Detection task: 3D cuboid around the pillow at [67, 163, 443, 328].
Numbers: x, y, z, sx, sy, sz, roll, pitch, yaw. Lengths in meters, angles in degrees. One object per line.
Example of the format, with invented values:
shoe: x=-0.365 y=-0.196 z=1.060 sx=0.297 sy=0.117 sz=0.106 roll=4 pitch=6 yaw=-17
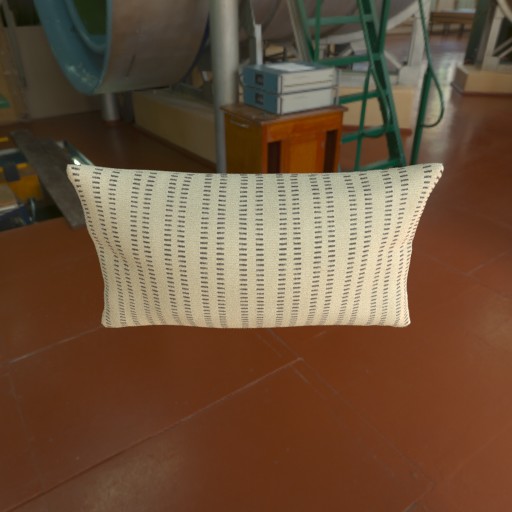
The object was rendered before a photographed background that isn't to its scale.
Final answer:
pillow: x=0.000 y=0.000 z=0.823 sx=0.640 sy=0.353 sz=0.210 roll=0 pitch=32 yaw=0
